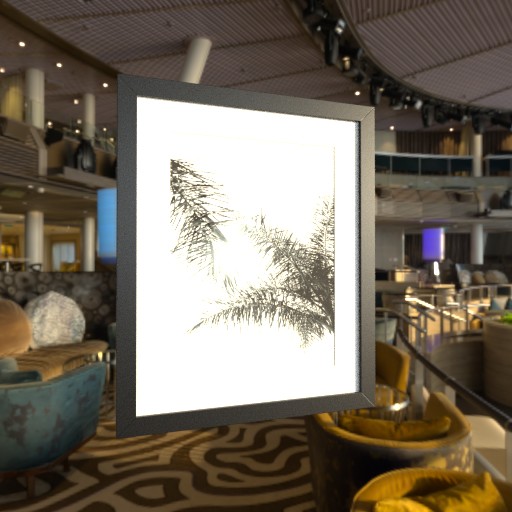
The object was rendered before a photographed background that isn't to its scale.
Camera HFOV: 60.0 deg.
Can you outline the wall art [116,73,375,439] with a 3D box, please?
[{"bbox_3d":[0.000,0.000,0.762,0.457,0.557,0.028,0,-1,-19],"label":"wall art"}]
